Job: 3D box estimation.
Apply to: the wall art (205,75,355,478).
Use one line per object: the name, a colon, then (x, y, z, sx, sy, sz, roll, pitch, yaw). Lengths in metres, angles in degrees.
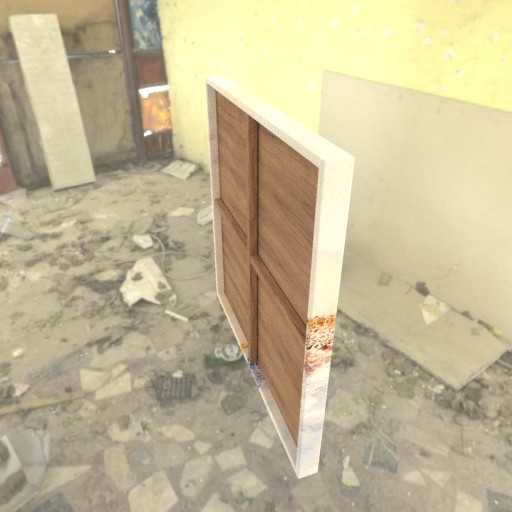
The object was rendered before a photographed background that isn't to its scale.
wall art: (0.000, 0.000, 1.595, 0.071, 1.061, 1.061, -10, 32, -16)
